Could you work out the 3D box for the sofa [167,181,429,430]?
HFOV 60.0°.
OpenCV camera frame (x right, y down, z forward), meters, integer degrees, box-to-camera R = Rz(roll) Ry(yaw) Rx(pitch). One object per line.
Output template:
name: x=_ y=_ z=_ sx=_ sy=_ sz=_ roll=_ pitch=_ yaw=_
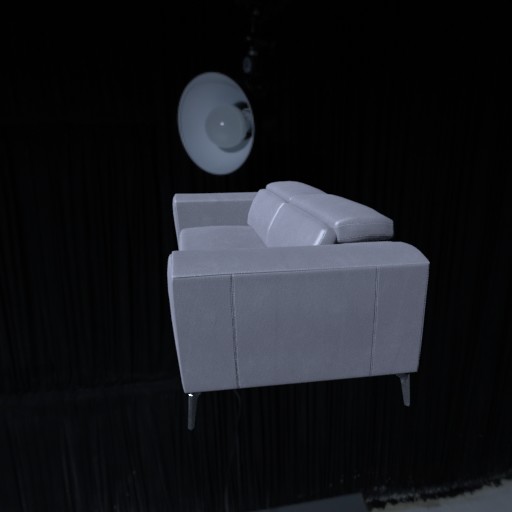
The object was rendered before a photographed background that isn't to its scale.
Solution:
sofa: x=0.000 y=0.000 z=2.836 sx=1.048 sy=0.814 sz=2.330 roll=-3 pitch=15 yaw=-9
